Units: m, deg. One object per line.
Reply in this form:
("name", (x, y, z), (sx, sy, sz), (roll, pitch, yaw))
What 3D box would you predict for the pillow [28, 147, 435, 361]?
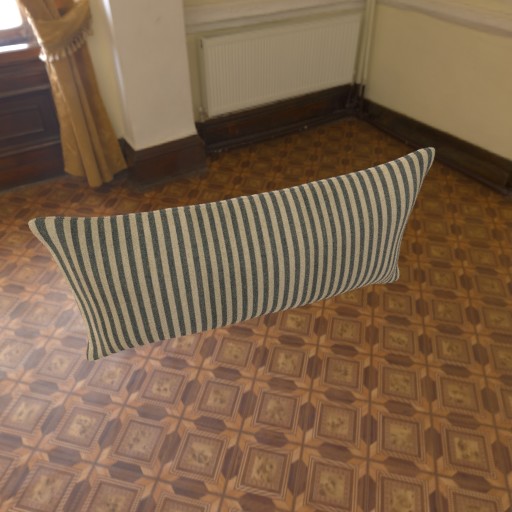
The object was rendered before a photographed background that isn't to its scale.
("pillow", (0.000, 0.000, 0.737), (0.617, 0.295, 0.151), (-13, 42, -15))
